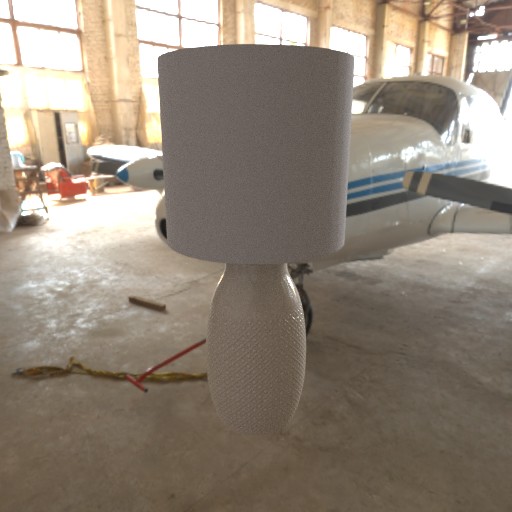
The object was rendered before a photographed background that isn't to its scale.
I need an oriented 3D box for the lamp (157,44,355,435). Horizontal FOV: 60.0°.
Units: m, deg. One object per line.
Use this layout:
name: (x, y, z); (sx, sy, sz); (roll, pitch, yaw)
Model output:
lamp: (0.000, 0.000, 0.558); (0.217, 0.453, 0.217); (-3, 17, -11)
